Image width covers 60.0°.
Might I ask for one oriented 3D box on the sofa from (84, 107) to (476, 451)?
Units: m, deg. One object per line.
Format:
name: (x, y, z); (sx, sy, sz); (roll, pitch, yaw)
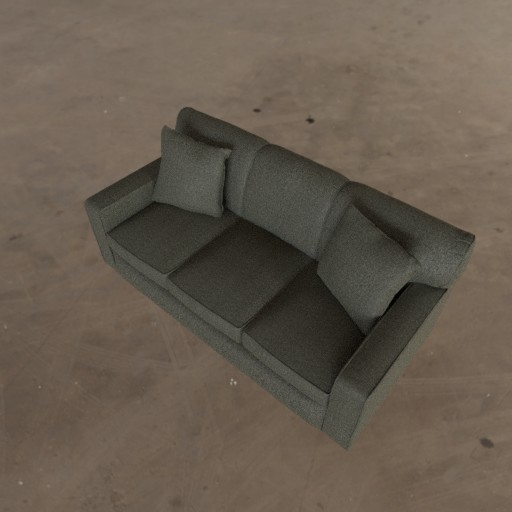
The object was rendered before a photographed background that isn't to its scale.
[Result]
sofa: (0.000, 0.000, 2.623); (2.024, 0.958, 0.997); (32, 54, 27)
